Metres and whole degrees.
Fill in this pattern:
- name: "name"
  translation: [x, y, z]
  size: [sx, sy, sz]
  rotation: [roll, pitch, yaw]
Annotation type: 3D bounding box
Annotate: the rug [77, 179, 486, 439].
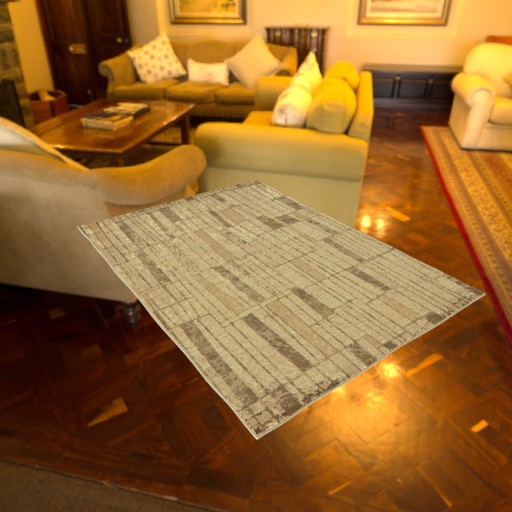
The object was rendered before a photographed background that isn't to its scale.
- name: "rug"
  translation: [0.000, 0.000, 4.343]
  size: [2.449, 0.019, 3.357]
  rotation: [-20, 36, -30]
